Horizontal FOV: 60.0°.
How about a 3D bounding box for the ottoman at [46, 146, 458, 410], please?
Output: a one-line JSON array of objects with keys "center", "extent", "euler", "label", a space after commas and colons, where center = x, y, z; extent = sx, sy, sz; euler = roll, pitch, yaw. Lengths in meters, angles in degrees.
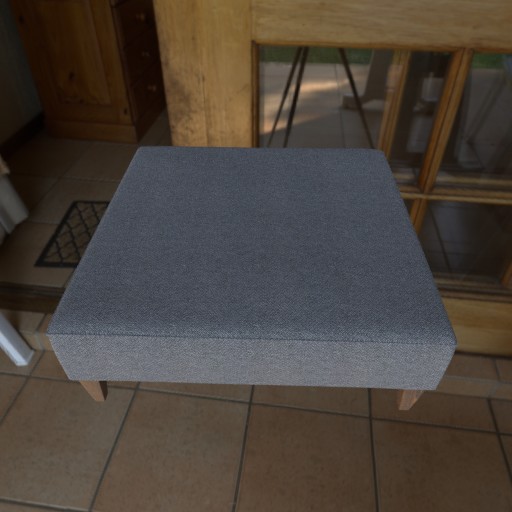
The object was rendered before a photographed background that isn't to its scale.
[{"center": [0.000, 0.000, 1.493], "extent": [0.981, 0.378, 0.970], "euler": [1, 41, 1], "label": "ottoman"}]
